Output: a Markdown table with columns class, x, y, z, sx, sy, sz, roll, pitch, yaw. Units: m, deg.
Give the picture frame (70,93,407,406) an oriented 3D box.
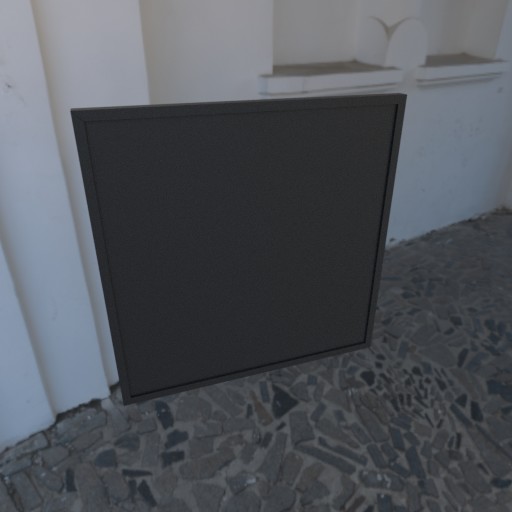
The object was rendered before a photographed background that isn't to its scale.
| class | x | y | z | sx | sy | sz | roll | pitch | yaw |
| --- | --- | --- | --- | --- | --- | --- | --- | --- | --- |
| picture frame | 0.000 | 0.000 | 1.162 | 0.775 | 0.775 | 0.032 | -9 | 28 | -17 |
